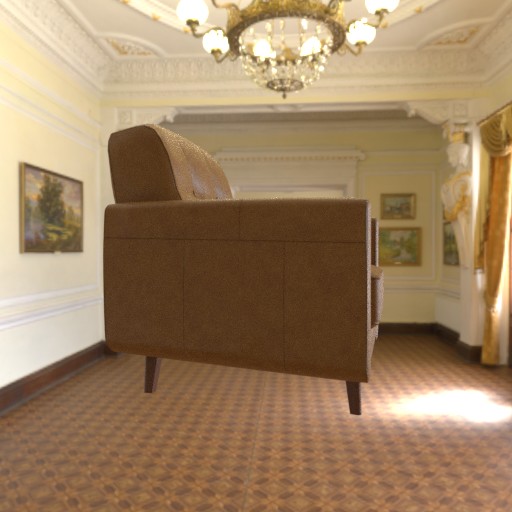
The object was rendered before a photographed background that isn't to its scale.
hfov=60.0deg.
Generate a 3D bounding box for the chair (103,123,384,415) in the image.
[{"bbox_3d":[0.000,0.000,1.718,0.942,0.968,0.845,0,1,17],"label":"chair"}]
